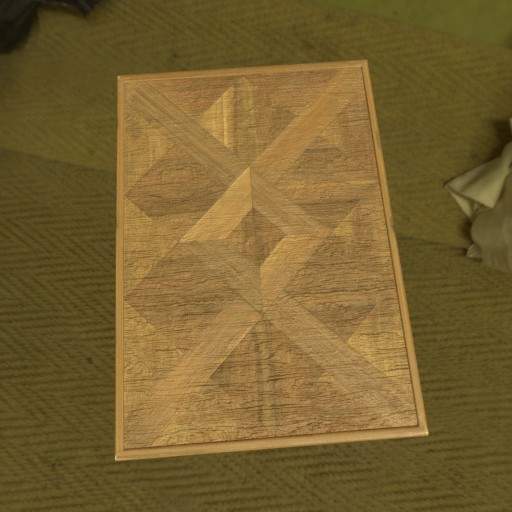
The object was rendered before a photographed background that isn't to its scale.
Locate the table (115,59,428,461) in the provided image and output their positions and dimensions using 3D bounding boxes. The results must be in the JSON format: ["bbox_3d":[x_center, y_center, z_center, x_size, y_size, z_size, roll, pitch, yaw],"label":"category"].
[{"bbox_3d":[0.000,0.000,1.625,0.877,0.492,1.238,-4,75,-1],"label":"table"}]
